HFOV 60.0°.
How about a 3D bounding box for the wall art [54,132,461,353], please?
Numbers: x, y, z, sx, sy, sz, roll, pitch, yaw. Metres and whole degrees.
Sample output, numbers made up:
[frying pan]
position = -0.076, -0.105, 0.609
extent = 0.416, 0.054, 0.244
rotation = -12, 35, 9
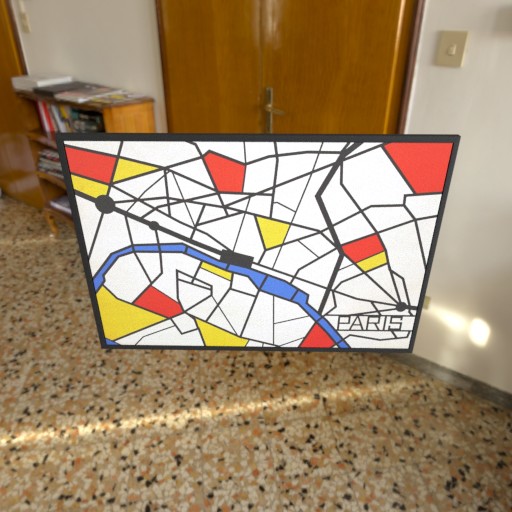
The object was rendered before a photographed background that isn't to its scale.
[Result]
[wall art]
position = 0.000, 0.000, 0.841
extent = 0.664, 0.458, 0.013
rotation = 1, 29, 1
